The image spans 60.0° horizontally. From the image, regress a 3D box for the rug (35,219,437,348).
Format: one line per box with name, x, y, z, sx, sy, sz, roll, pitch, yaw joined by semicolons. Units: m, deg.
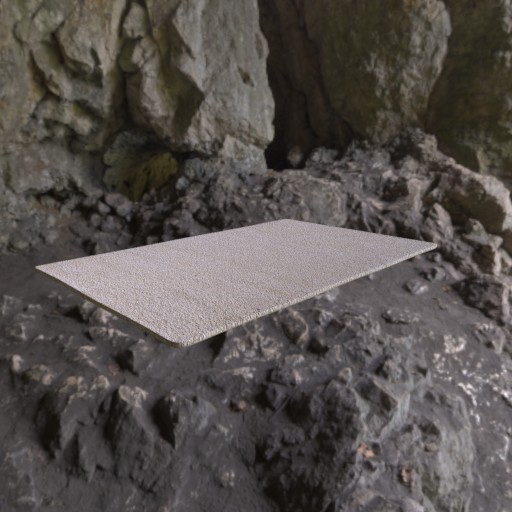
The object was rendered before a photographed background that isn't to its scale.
rug;0.000;0.000;2.998;1.500;0.026;2.349;14;21;43
